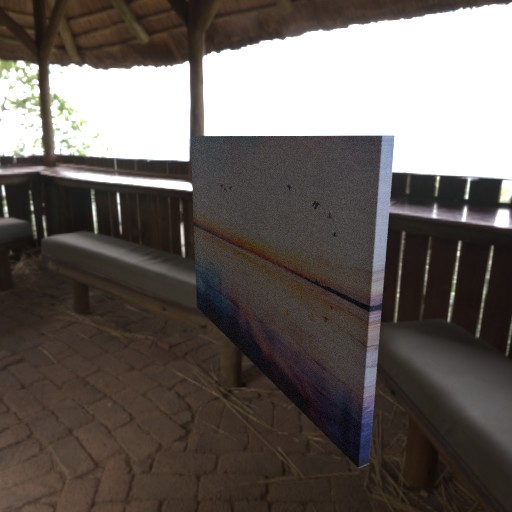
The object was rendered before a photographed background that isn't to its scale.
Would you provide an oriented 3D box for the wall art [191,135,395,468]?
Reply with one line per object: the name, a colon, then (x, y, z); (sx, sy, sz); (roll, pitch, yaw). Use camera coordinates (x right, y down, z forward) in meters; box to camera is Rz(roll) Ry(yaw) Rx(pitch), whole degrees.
wall art: (0.000, 0.000, 1.441); (0.034, 0.756, 1.137); (-7, 17, -26)
